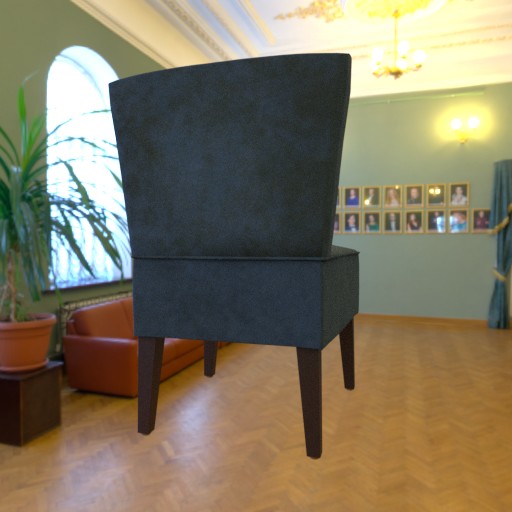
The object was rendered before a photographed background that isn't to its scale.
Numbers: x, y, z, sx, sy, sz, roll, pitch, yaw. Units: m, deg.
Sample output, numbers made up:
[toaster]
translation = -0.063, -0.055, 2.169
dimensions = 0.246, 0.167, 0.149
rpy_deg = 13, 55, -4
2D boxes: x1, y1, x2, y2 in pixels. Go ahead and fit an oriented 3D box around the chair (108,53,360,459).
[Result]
[chair]
translation = 0.000, 0.000, 1.156
dimensions = 0.521, 0.806, 0.551
rpy_deg = 1, 2, 17
